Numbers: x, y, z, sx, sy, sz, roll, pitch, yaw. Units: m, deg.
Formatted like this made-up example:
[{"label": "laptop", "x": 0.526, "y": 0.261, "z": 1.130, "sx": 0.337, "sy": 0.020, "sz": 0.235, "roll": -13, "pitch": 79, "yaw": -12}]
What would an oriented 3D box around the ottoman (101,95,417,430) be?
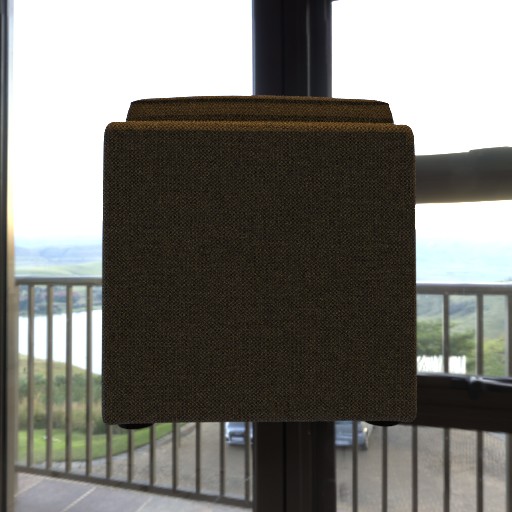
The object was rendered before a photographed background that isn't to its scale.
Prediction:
[{"label": "ottoman", "x": 0.000, "y": 0.000, "z": 0.830, "sx": 0.436, "sy": 0.487, "sz": 0.454, "roll": 0, "pitch": -1, "yaw": -2}]
